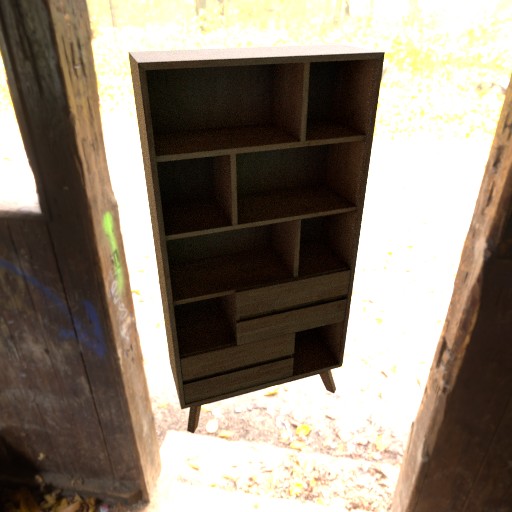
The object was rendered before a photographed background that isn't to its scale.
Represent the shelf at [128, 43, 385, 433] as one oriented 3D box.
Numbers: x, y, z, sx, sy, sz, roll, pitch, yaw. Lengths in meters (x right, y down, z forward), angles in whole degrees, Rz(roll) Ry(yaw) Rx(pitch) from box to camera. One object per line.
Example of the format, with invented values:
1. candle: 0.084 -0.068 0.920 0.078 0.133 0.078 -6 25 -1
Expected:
1. shelf: 0.000 0.000 1.747 0.748 1.471 0.308 -10 32 -16
